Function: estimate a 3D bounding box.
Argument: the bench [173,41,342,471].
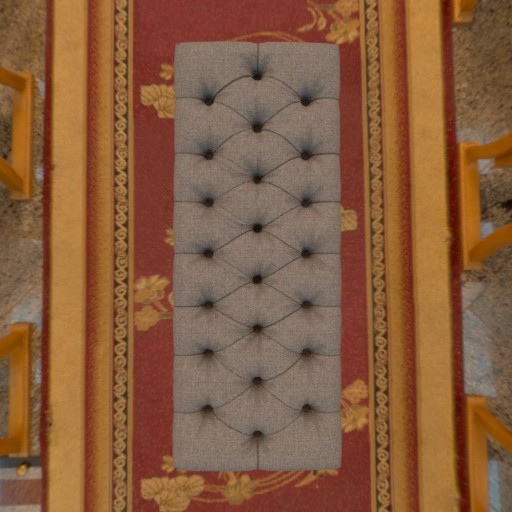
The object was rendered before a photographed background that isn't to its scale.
[{"bbox_3d":[0.000,0.000,1.288,0.417,0.470,1.052,0,89,-1],"label":"bench"}]
